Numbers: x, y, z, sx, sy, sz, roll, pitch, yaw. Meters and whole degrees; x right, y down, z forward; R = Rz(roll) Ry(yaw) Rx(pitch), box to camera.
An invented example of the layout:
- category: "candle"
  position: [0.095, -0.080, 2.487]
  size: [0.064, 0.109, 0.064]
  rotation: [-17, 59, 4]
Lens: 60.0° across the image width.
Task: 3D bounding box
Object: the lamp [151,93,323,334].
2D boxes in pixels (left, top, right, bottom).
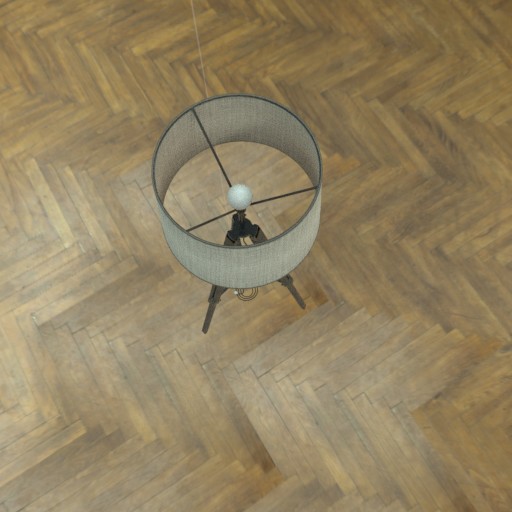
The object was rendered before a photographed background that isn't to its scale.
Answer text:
- category: "lamp"
  position: [0.000, 0.000, 1.812]
  size: [0.587, 1.510, 0.604]
  rotation: [15, 74, 4]
